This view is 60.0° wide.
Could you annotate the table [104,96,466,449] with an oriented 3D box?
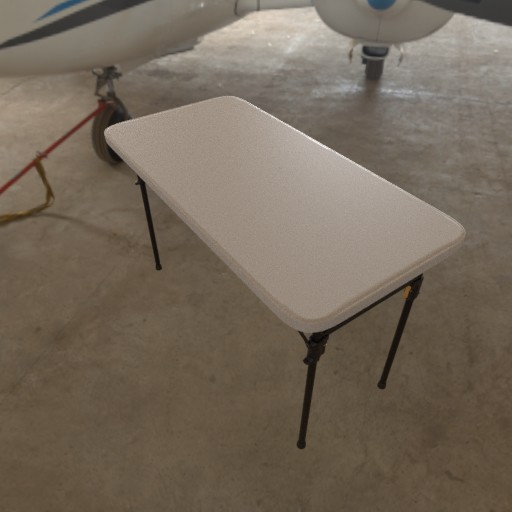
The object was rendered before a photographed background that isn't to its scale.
[{"bbox_3d":[0.000,0.000,1.677,0.610,0.729,1.219,-25,47,-26],"label":"table"}]
